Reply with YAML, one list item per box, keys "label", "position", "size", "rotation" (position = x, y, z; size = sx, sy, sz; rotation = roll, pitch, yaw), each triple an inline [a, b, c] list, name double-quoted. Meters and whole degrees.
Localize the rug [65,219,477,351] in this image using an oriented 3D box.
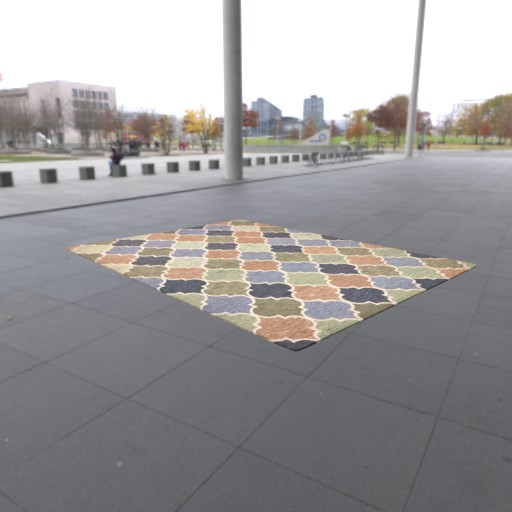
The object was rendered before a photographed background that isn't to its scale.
- label: "rug"
  position: [0.000, 0.000, 4.269]
  size: [2.439, 0.013, 3.200]
  rotation: [-13, 20, -42]
